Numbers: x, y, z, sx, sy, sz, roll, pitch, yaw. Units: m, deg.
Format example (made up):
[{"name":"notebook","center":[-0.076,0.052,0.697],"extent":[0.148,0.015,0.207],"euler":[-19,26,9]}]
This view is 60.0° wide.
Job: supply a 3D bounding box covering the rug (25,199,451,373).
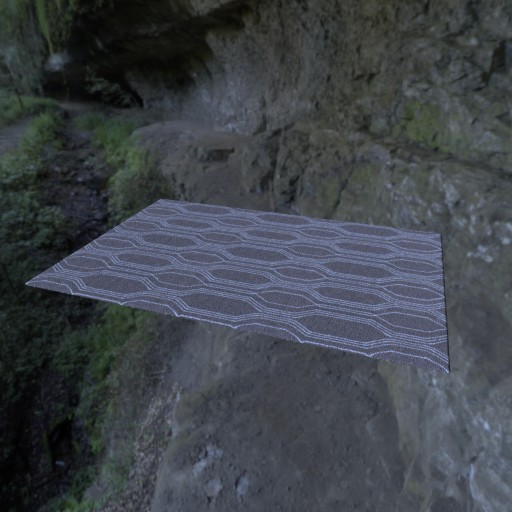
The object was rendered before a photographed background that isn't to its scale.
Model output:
[{"name":"rug","center":[0.000,0.000,2.303],"extent":[1.836,0.012,1.239],"euler":[9,28,17]}]
